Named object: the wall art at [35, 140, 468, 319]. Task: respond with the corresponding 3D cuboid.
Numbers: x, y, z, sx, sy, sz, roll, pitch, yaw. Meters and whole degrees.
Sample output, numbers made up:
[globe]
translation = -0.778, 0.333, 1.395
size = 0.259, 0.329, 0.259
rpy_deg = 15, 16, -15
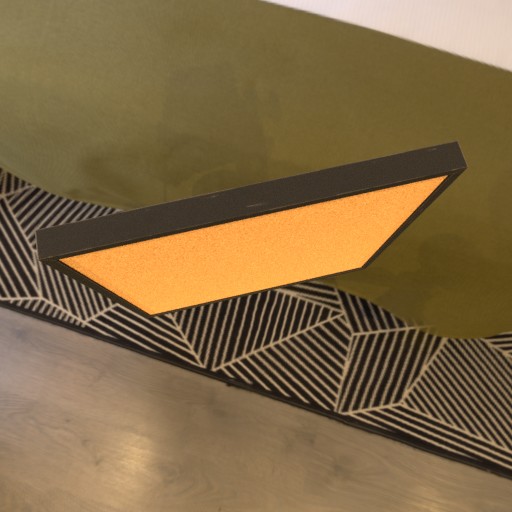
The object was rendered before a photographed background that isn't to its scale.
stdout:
[wall art]
translation = 0.000, 0.000, 0.756
size = 0.506, 0.506, 0.036
rpy_deg = -13, 75, -3
